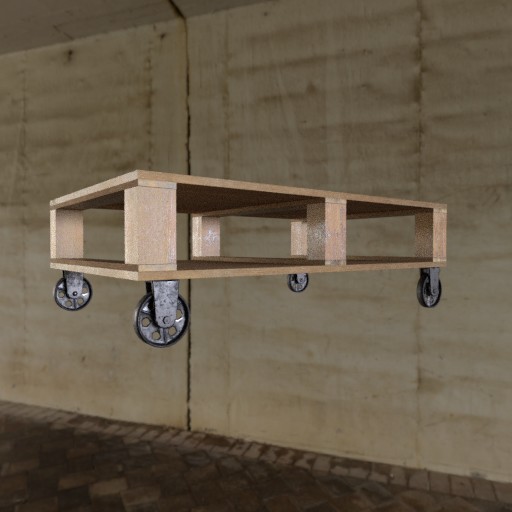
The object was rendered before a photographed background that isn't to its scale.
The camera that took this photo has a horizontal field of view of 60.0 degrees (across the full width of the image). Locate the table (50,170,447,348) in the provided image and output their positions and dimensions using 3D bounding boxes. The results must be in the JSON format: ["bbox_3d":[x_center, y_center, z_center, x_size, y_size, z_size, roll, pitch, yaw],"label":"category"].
[{"bbox_3d":[0.000,0.000,1.719,1.299,0.413,0.827,-1,1,-37],"label":"table"}]
